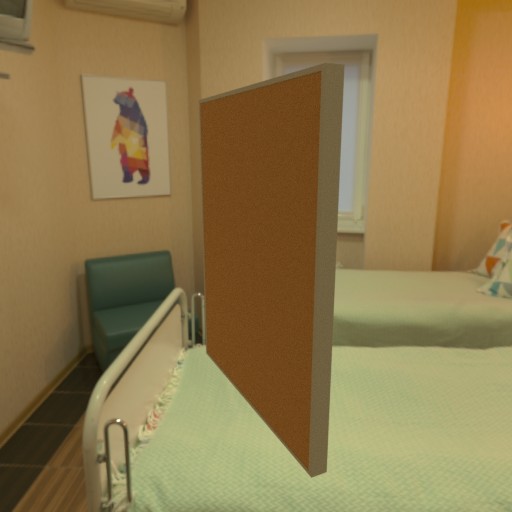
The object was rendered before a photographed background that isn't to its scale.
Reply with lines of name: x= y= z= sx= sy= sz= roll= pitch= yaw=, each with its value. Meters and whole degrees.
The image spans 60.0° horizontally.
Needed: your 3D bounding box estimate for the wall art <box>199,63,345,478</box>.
wall art: x=0.000 y=0.000 z=1.065 sx=0.055 sy=0.763 sz=0.611 roll=-7 pitch=15 yaw=-25
